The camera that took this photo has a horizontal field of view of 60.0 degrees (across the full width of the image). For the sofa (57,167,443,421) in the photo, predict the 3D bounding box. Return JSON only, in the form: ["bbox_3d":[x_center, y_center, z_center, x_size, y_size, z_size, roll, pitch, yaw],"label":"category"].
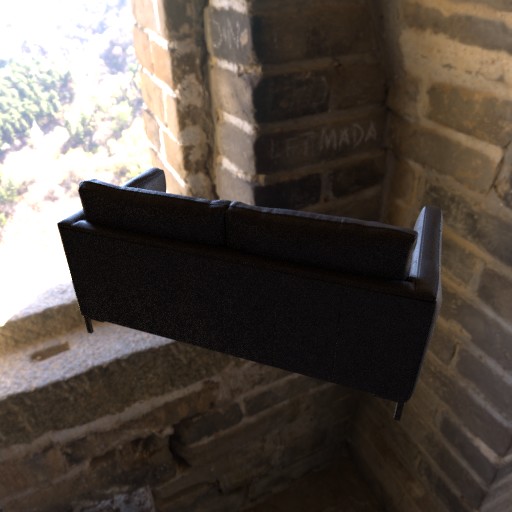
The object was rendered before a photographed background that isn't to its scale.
[{"bbox_3d":[0.000,0.000,2.355,1.805,0.883,0.947,10,32,16],"label":"sofa"}]
